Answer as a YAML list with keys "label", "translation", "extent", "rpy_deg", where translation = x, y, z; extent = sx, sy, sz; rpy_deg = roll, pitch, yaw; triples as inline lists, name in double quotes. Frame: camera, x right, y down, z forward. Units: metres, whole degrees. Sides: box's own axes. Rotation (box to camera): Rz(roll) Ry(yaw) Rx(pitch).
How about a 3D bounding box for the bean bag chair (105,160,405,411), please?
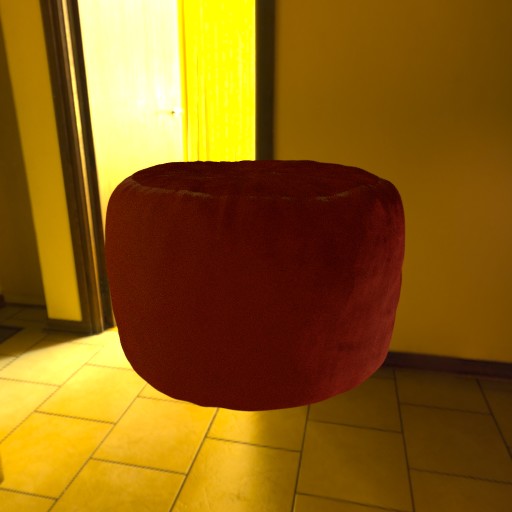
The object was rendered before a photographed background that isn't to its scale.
- label: "bean bag chair"
  translation: [0.000, 0.000, 1.911]
  extent: [1.219, 0.762, 1.219]
  rpy_deg: [0, 18, 0]
